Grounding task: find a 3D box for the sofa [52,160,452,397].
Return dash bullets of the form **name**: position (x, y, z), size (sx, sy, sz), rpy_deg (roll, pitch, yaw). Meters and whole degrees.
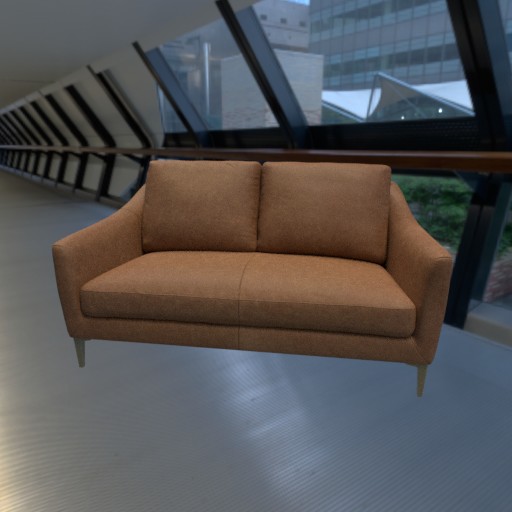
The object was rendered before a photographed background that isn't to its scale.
- **sofa**: position (0.000, 0.000, 2.219), size (1.619, 0.902, 0.960), rpy_deg (2, 15, 9)
